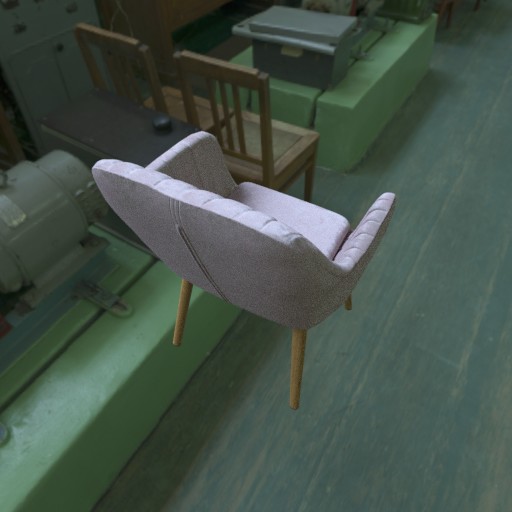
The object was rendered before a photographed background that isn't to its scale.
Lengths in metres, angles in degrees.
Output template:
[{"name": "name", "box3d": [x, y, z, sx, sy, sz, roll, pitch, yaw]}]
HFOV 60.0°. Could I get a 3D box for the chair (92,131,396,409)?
[{"name": "chair", "box3d": [0.000, 0.000, 1.228, 0.610, 0.832, 0.570, 23, 52, 19]}]
